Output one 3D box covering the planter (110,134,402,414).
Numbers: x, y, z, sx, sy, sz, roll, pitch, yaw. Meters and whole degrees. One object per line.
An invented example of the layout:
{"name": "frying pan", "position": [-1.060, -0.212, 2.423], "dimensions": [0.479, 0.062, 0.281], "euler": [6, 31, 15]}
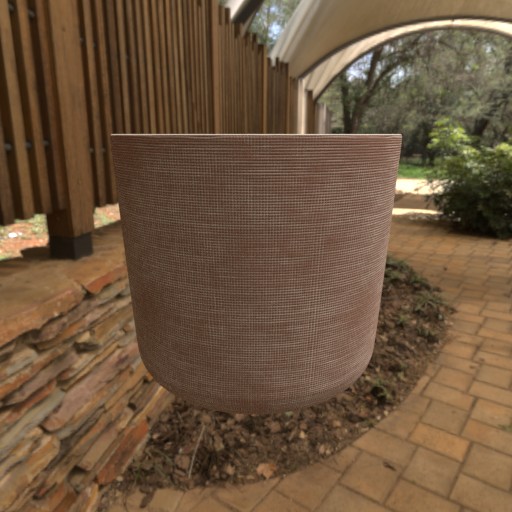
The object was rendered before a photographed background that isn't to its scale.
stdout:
{"name": "planter", "position": [0.000, 0.000, 0.752], "dimensions": [0.440, 0.398, 0.440], "euler": [0, 15, 0]}
